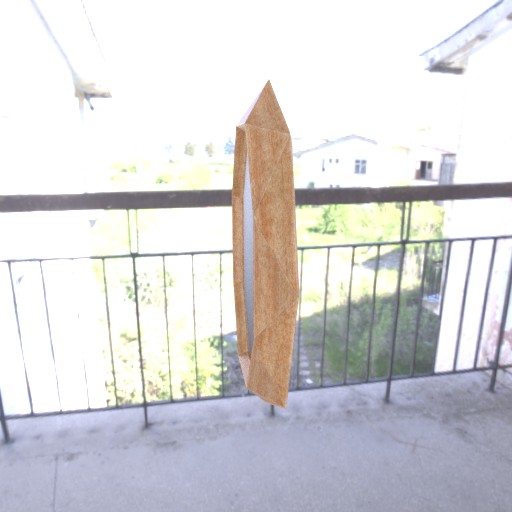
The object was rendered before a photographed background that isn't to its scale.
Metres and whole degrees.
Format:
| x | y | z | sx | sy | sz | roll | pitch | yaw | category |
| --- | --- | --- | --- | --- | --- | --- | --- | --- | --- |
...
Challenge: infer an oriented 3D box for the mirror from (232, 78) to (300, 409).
| x | y | z | sx | sy | sz | roll | pitch | yaw | category |
| --- | --- | --- | --- | --- | --- | --- | --- | --- | --- |
| 0.000 | 0.000 | 1.029 | 0.070 | 0.774 | 0.577 | -2 | 15 | -9 | mirror |
